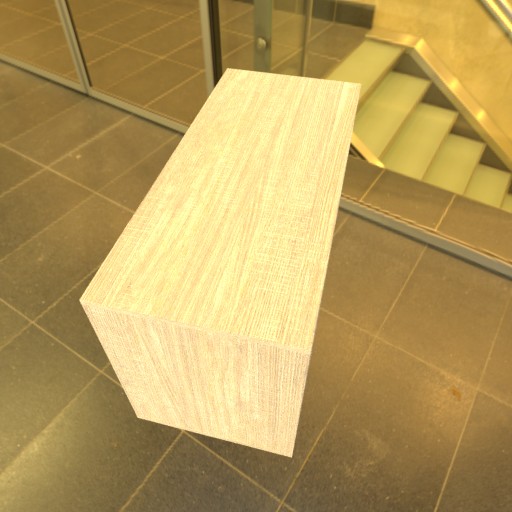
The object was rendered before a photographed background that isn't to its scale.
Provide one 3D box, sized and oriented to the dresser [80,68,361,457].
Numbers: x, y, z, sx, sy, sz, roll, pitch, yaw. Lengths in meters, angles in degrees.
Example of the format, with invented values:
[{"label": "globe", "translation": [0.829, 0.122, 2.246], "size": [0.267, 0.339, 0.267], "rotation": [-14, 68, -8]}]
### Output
[{"label": "dresser", "translation": [0.000, 0.000, 1.555], "size": [0.500, 0.780, 1.110], "rotation": [11, 49, 9]}]
